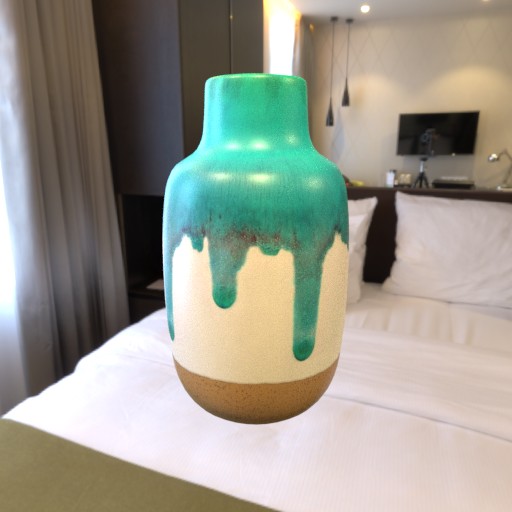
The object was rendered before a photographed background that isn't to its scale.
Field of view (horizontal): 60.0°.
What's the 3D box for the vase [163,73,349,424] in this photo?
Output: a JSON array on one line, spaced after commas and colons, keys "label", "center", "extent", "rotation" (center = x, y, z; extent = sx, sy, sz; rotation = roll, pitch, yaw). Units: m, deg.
[{"label": "vase", "center": [0.000, 0.000, 0.258], "extent": [0.106, 0.192, 0.106], "rotation": [0, 15, 0]}]
